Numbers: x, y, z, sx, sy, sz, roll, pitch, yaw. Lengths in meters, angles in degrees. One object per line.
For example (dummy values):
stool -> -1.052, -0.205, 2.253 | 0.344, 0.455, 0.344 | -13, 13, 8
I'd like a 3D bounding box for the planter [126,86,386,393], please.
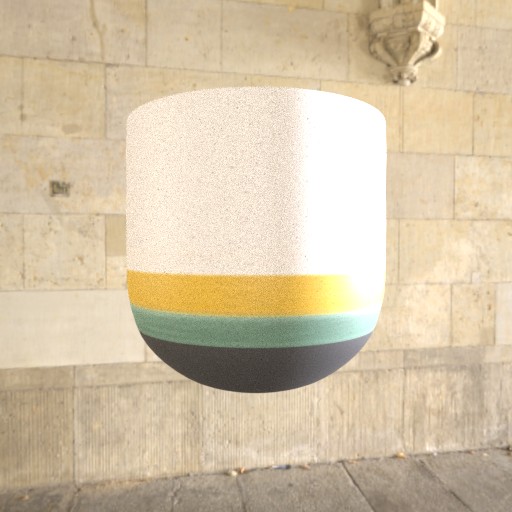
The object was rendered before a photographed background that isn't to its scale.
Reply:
planter -> 0.000, 0.000, 0.478 | 0.268, 0.270, 0.268 | 0, 1, 0
